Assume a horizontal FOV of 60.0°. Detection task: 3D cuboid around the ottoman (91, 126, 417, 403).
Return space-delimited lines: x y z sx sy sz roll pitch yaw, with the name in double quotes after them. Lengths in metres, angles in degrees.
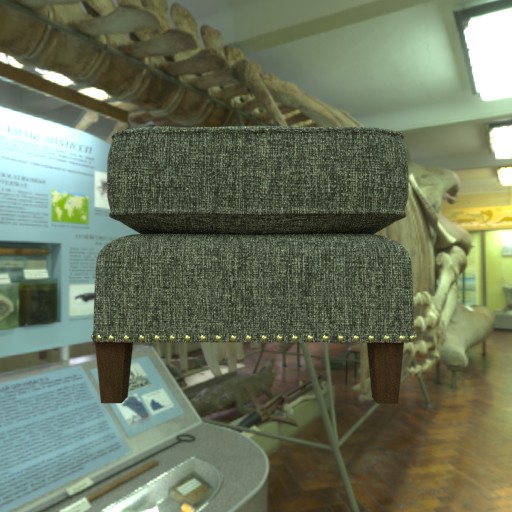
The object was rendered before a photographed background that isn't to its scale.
0.000 0.000 1.139 0.589 0.537 0.738 0 -1 0 "ottoman"
